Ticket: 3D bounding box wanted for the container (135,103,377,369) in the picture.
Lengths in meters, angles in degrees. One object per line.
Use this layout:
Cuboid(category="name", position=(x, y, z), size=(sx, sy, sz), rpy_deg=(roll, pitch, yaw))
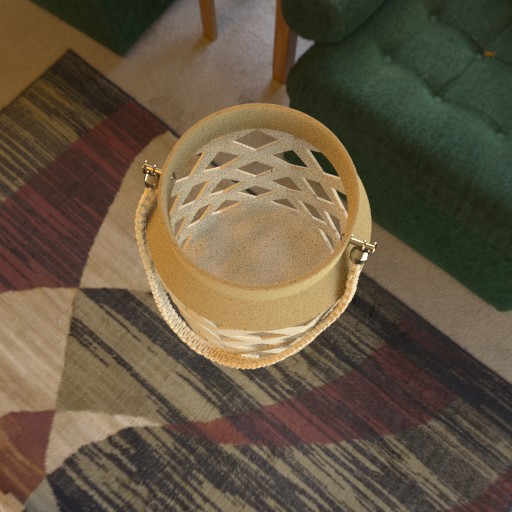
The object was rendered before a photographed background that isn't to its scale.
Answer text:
Cuboid(category="container", position=(0.000, 0.000, 0.345), size=(0.163, 0.229, 0.172), rpy_deg=(20, 76, 5))
